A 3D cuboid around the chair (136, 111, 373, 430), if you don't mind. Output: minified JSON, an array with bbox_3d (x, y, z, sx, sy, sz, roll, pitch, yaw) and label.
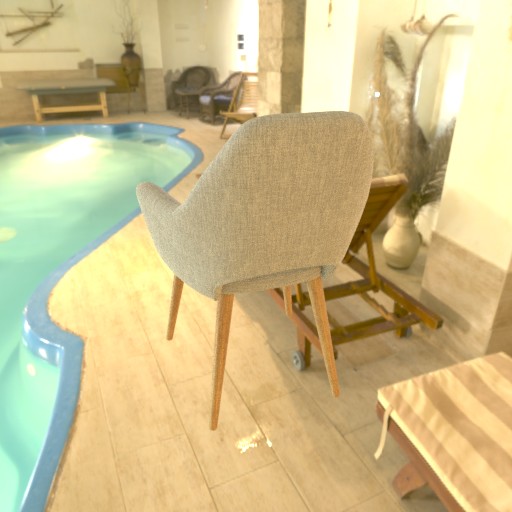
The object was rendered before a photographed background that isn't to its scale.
[{"bbox_3d":[0.000,0.000,1.223,0.590,0.840,0.610,-9,28,-17],"label":"chair"}]
